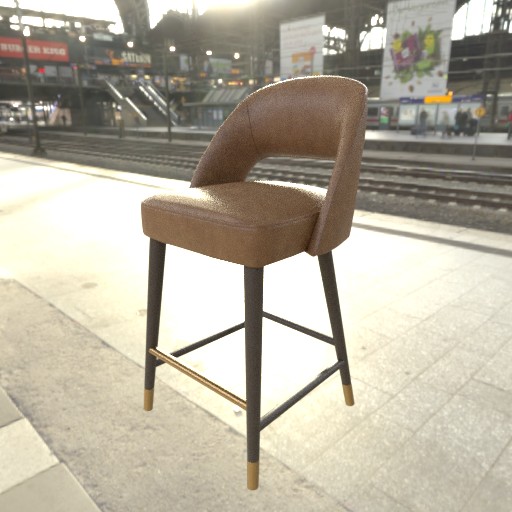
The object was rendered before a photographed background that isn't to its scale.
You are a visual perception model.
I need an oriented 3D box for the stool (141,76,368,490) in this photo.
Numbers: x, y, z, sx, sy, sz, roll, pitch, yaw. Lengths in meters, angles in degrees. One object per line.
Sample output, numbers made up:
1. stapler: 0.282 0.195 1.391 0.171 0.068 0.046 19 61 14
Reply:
1. stool: 0.000 0.000 1.209 0.494 0.940 0.509 16 23 41
